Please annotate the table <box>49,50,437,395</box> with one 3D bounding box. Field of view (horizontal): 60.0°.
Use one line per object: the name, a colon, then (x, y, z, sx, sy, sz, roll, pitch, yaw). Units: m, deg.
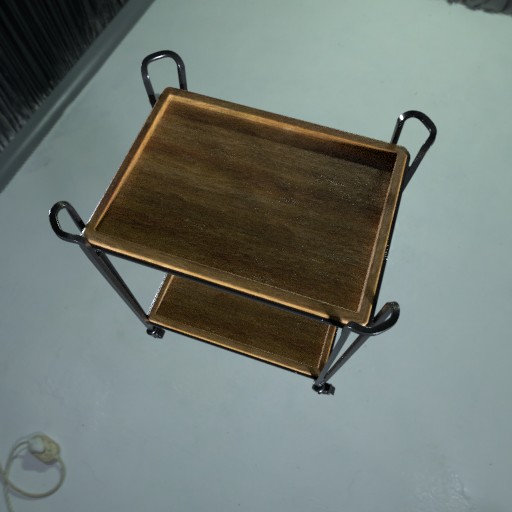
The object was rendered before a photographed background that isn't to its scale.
table: (0.000, 0.000, 1.217, 0.672, 0.785, 0.505, 17, 66, 8)
